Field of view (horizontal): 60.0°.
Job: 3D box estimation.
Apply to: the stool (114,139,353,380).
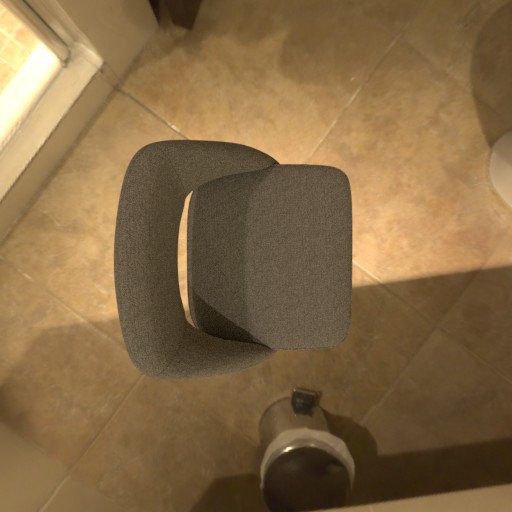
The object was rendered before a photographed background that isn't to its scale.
[{"bbox_3d":[0.000,0.000,1.254,0.524,0.925,0.536,0,91,0],"label":"stool"}]
